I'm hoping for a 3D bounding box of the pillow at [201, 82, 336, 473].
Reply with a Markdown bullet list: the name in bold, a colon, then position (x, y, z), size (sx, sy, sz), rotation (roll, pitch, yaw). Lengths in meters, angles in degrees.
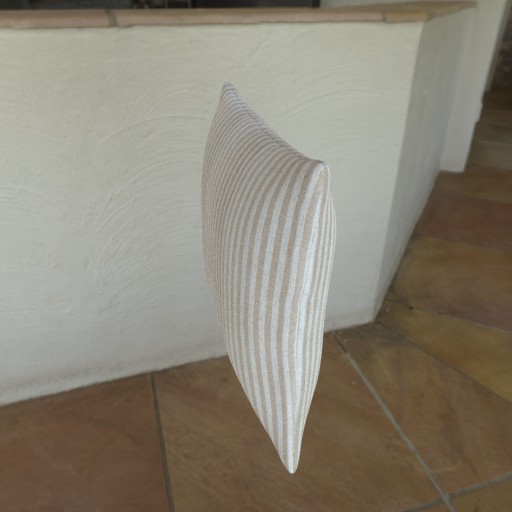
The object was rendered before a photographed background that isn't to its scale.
- **pillow**: position (0.000, 0.000, 0.791), size (0.166, 0.510, 0.523), rotation (-7, 32, -12)
